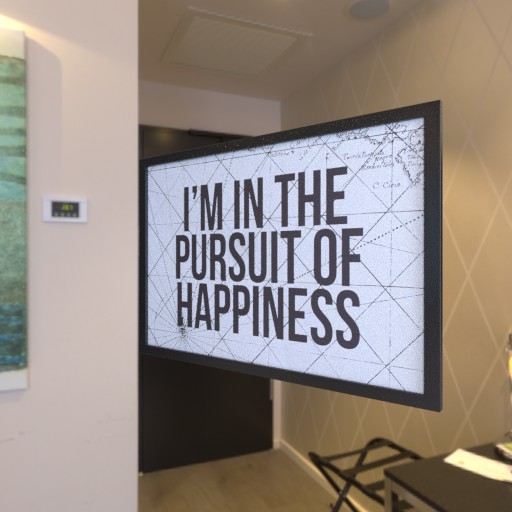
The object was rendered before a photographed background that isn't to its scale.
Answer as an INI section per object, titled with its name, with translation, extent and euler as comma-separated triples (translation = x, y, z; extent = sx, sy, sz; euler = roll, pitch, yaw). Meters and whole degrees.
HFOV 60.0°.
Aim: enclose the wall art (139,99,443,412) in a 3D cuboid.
[wall art]
translation = 0.000, 0.000, 1.029
extent = 0.819, 0.552, 0.015
euler = 0, 0, 36
